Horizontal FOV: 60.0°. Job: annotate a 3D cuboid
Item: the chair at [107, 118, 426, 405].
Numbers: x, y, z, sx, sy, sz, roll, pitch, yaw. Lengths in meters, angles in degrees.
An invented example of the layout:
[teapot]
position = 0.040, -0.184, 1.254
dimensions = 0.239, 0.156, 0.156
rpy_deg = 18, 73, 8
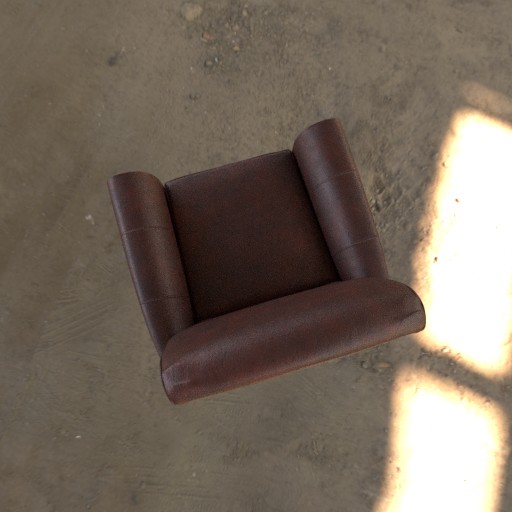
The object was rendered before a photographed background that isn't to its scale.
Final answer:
[chair]
position = 0.000, 0.000, 1.748
dimensions = 0.978, 1.061, 0.902
rpy_deg = -16, 76, -4
